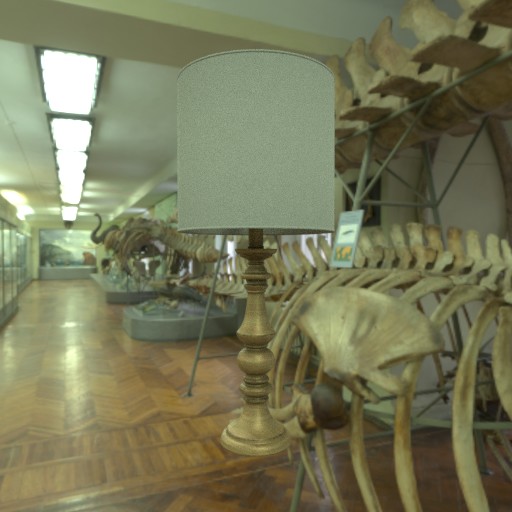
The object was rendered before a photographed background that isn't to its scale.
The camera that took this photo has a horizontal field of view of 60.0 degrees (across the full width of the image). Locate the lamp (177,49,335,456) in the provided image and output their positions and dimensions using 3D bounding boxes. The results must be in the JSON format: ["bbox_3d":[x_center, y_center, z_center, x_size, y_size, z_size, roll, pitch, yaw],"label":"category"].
[{"bbox_3d":[0.000,0.000,0.717,0.250,0.597,0.250,0,1,36],"label":"lamp"}]
